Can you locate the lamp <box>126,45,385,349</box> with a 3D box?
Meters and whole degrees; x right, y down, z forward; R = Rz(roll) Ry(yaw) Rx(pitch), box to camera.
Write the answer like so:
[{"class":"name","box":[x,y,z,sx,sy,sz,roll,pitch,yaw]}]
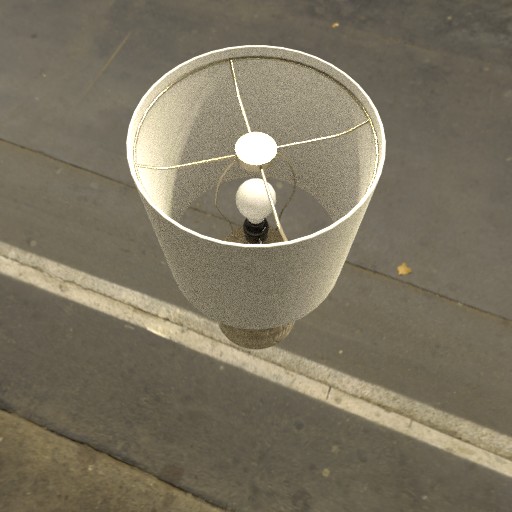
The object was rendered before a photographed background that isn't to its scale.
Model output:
[{"class":"lamp","box":[0.000,0.000,0.567,0.211,0.455,0.211,0,64,0]}]
